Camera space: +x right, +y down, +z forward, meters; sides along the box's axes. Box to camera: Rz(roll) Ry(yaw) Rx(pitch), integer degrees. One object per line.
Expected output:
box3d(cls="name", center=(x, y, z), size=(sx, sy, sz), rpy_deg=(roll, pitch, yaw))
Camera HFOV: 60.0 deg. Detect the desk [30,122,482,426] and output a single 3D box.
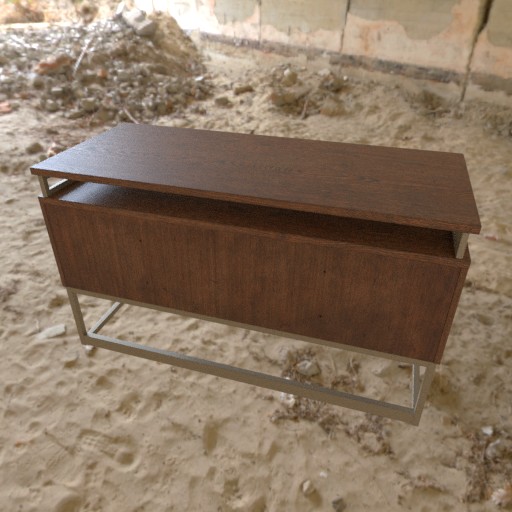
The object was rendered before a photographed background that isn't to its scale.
box3d(cls="desk", center=(0.000, 0.000, 1.748), size=(1.384, 0.792, 0.610), rpy_deg=(9, 33, 15))
